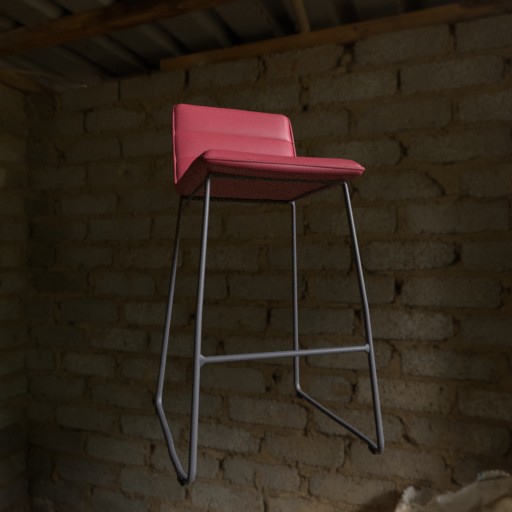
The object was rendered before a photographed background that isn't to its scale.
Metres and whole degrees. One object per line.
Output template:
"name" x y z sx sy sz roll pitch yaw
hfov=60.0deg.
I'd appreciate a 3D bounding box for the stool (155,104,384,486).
"stool" 0.000 0.000 1.193 0.489 0.937 0.524 0 0 -18
